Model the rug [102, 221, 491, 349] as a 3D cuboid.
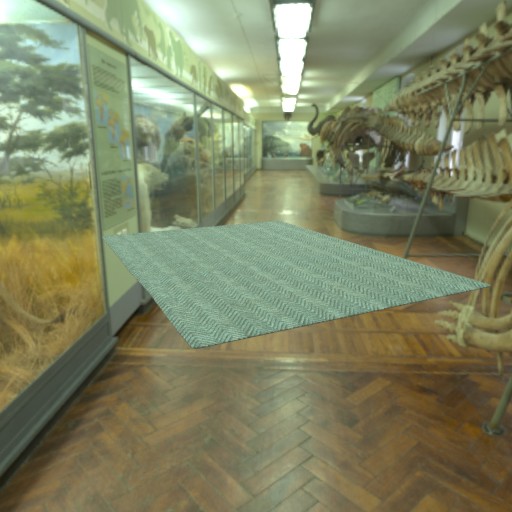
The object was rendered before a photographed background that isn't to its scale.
[{"bbox_3d":[0.000,0.000,5.165,2.894,0.011,3.957,-7,16,-26],"label":"rug"}]
